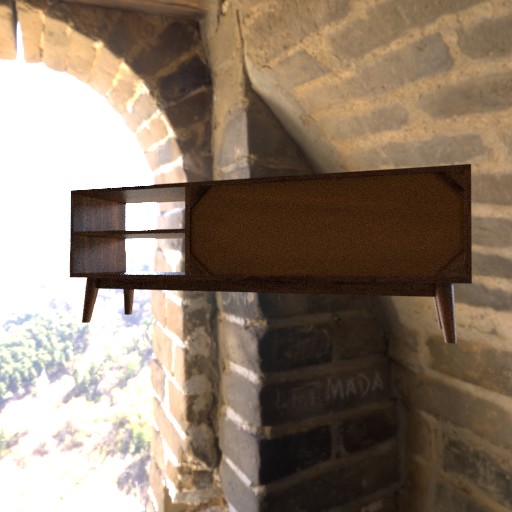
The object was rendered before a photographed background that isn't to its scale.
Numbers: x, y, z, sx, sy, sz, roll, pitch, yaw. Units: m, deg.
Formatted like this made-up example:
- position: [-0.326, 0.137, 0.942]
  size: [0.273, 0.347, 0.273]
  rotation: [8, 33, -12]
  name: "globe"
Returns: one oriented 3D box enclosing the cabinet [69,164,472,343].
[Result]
- position: [0.000, 0.000, 1.691]
  size: [1.448, 0.528, 0.349]
  rotation: [0, -1, 19]
  name: "cabinet"
